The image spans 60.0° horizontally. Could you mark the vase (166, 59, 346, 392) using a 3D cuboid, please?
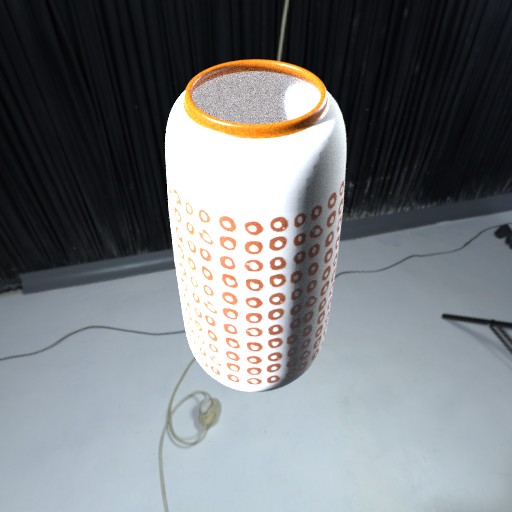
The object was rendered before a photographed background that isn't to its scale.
[{"bbox_3d":[0.000,0.000,0.358,0.133,0.282,0.133,0,47,0],"label":"vase"}]
